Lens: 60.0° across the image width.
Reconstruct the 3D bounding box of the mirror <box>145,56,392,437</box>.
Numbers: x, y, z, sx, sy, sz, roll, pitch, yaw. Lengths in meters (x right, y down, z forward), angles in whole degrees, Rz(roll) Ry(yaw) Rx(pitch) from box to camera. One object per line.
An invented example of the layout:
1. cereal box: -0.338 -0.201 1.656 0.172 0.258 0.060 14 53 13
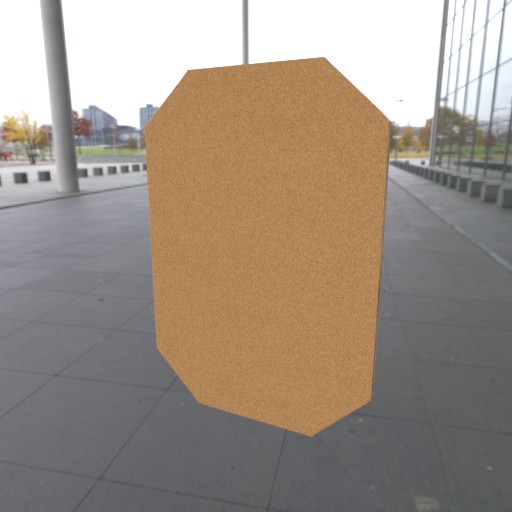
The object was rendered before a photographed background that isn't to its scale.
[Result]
1. mirror: 0.000 0.000 1.266 0.709 1.015 0.061 7 15 26
